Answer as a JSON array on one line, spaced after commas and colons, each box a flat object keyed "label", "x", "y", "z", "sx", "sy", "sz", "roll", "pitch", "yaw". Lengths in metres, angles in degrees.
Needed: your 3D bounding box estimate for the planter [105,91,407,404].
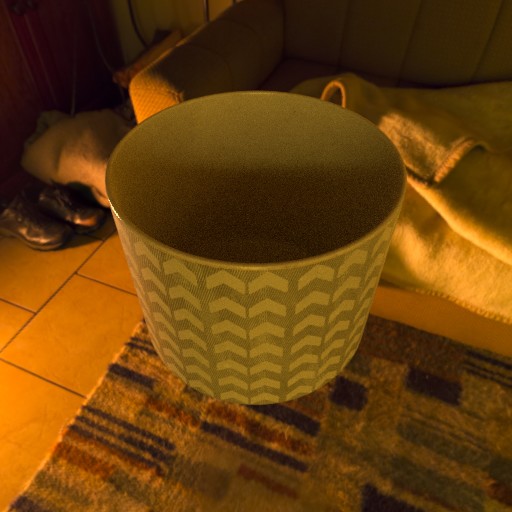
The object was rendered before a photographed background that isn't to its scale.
[{"label": "planter", "x": 0.000, "y": 0.000, "z": 0.461, "sx": 0.250, "sy": 0.239, "sz": 0.250, "roll": 0, "pitch": 46, "yaw": 0}]
